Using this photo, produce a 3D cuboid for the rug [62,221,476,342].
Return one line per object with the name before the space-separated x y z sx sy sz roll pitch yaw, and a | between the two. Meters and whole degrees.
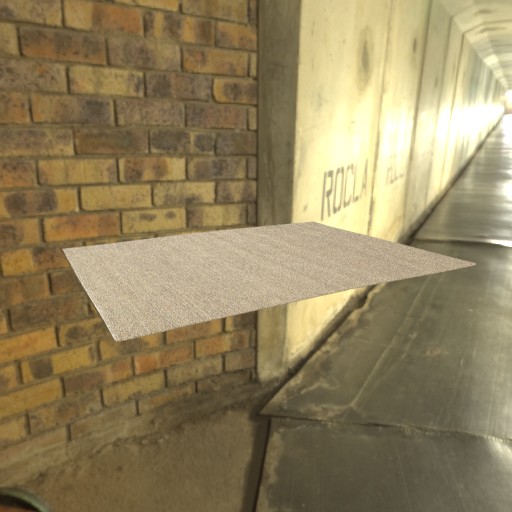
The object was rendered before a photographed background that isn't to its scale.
rug | 0.000 0.000 4.823 3.626 0.051 2.757 -8 17 -28
